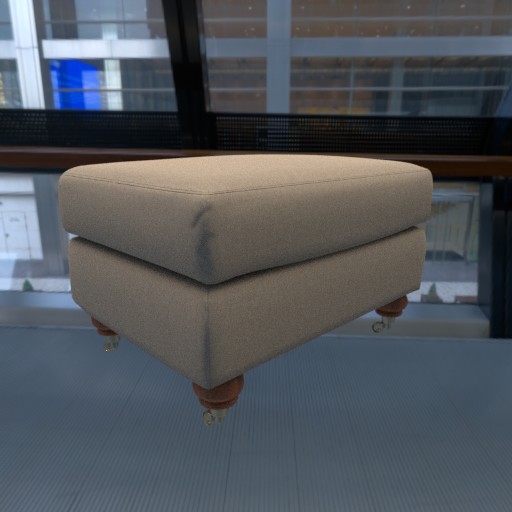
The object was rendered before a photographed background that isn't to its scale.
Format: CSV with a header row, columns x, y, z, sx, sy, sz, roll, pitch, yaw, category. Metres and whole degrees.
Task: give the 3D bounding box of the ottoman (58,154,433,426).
x,y,z,sx,sy,sz,roll,pitch,yaw,category
0.000,0.000,1.124,0.773,0.497,0.574,-14,20,-42,ottoman
